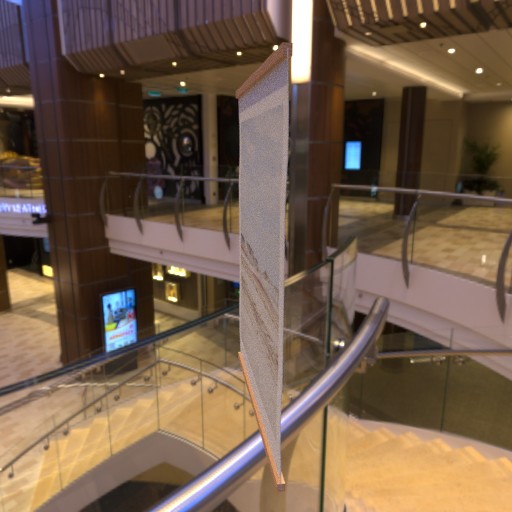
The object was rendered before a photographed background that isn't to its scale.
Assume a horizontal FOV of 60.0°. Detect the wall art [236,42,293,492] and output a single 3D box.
[{"bbox_3d":[0.000,0.000,1.324,0.020,1.016,0.739,-2,14,-9],"label":"wall art"}]
